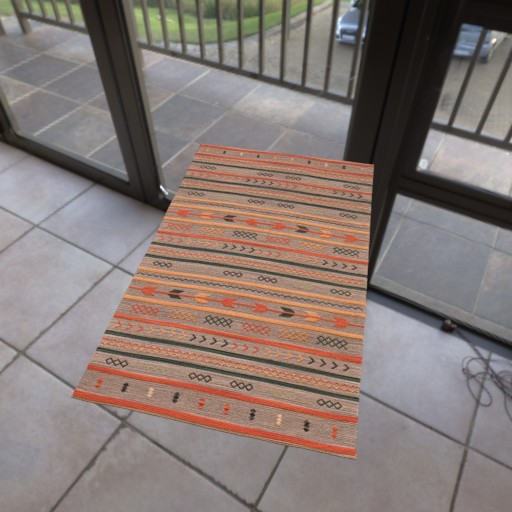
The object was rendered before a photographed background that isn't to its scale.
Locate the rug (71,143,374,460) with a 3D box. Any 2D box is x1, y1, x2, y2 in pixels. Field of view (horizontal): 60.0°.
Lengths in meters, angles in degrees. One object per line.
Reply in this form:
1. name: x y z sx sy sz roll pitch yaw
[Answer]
1. rug: 0.000 0.000 3.082 1.537 0.029 2.439 9 49 8
